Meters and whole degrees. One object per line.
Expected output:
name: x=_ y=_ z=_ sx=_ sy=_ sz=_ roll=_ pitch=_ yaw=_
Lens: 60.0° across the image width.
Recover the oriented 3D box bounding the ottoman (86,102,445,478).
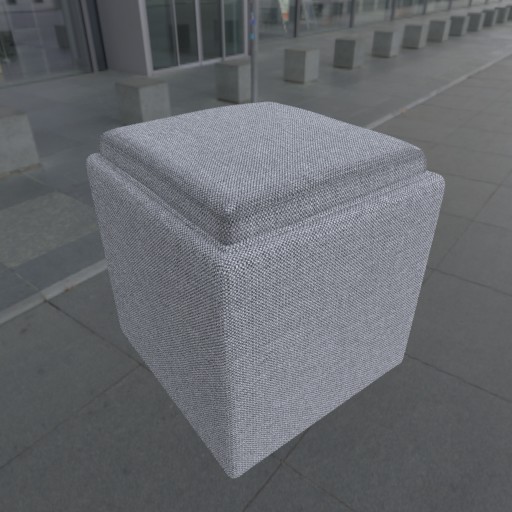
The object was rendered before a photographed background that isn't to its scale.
ottoman: x=0.000 y=0.000 z=0.844 sx=0.436 sy=0.487 sz=0.454 roll=-22 pitch=38 yaw=-31
